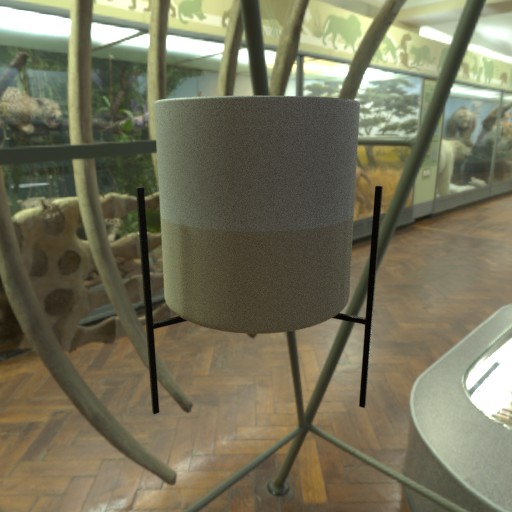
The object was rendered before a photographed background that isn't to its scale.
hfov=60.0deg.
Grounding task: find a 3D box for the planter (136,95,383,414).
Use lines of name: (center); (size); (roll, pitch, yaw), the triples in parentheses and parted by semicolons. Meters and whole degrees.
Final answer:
planter: (0.000, 0.000, 0.548); (0.267, 0.362, 0.263); (-15, 22, -43)
